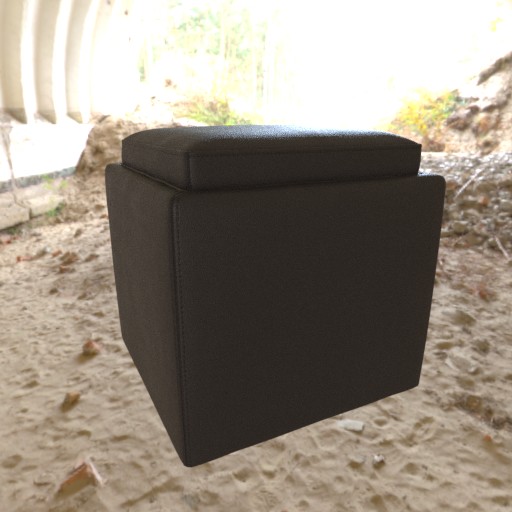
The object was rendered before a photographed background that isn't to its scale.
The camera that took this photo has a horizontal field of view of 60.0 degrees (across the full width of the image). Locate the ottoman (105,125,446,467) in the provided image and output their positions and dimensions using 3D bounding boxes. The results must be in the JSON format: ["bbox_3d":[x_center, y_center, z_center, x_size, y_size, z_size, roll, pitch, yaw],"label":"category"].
[{"bbox_3d":[0.000,0.000,0.811,0.450,0.460,0.451,-9,19,-26],"label":"ottoman"}]
